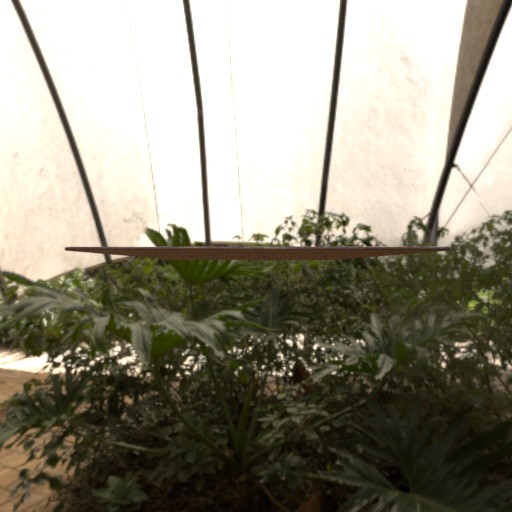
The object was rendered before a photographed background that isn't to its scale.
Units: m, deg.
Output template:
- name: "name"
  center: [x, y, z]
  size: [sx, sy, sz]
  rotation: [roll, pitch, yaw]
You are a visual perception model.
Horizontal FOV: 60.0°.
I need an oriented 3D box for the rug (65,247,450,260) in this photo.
- name: "rug"
  center: [0.000, 0.000, 2.982]
  size: [1.539, 0.018, 2.449]
  rotation: [0, -1, 0]
